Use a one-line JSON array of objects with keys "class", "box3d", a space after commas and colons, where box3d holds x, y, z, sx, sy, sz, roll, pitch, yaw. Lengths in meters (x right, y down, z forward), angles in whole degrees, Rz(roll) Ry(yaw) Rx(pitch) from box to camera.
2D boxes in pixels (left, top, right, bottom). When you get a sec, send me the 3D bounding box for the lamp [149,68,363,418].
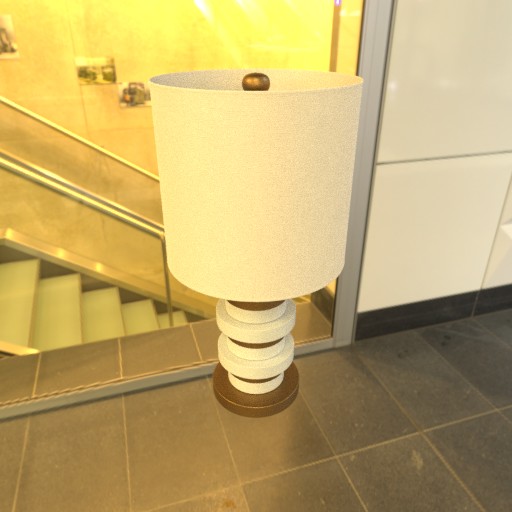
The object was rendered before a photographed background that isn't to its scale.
[{"class": "lamp", "box3d": [0.000, 0.000, 0.534, 0.210, 0.410, 0.210, -19, 33, -32]}]
